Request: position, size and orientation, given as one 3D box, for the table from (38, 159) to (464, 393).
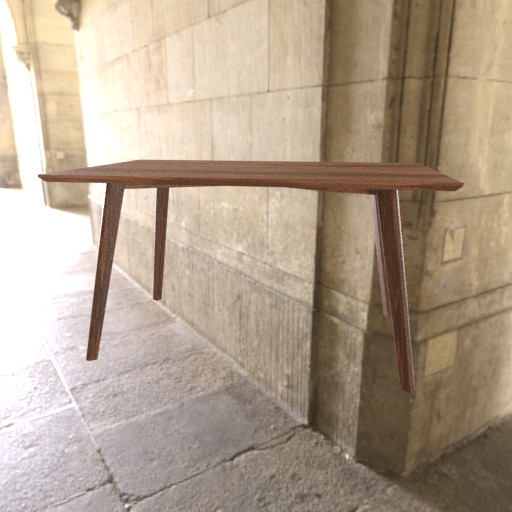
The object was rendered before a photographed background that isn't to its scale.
[{"bbox_3d":[0.000,0.000,1.851,1.349,0.724,0.801,3,16,10],"label":"table"}]
